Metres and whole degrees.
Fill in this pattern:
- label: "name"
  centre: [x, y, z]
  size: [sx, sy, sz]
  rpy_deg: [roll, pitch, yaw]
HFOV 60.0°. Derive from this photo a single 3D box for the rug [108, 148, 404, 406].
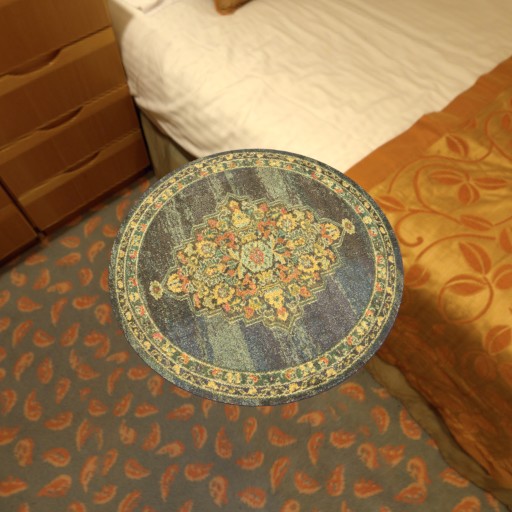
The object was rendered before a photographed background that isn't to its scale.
- label: "rug"
  centre: [0.000, 0.000, 3.628]
  size: [2.386, 0.014, 2.386]
  rpy_deg: [0, 59, 0]
